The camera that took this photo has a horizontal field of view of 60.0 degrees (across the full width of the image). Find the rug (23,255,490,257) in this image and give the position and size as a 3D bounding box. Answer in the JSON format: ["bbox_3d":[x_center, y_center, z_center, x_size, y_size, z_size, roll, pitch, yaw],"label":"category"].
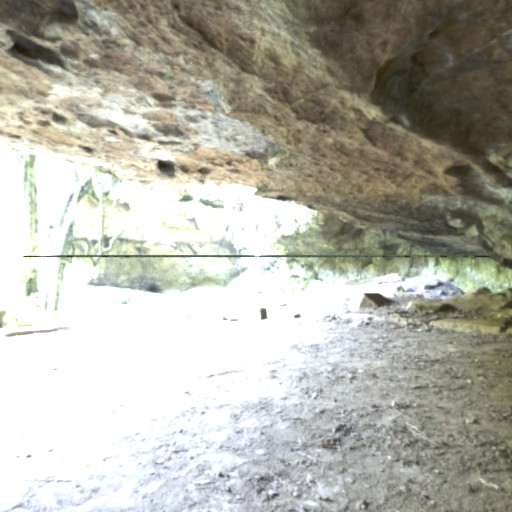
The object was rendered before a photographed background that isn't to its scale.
[{"bbox_3d":[0.000,0.000,2.688,2.441,0.010,0.744,0,0,0],"label":"rug"}]
